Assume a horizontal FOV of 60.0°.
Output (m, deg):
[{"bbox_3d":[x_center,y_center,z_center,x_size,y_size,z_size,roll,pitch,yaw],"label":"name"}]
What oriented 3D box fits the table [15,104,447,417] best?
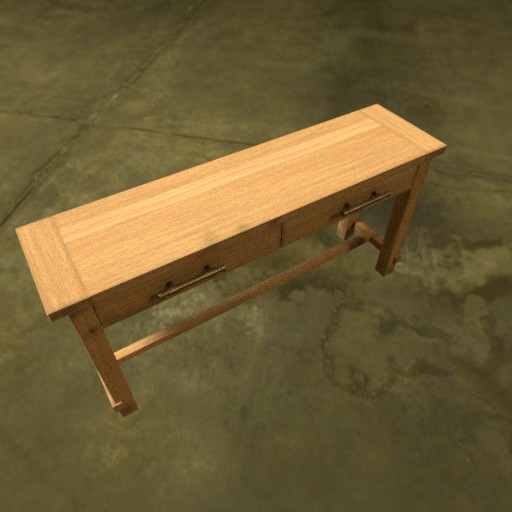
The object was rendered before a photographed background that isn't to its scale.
[{"bbox_3d":[0.000,0.000,1.897,1.599,0.762,0.442,-24,51,-22],"label":"table"}]
